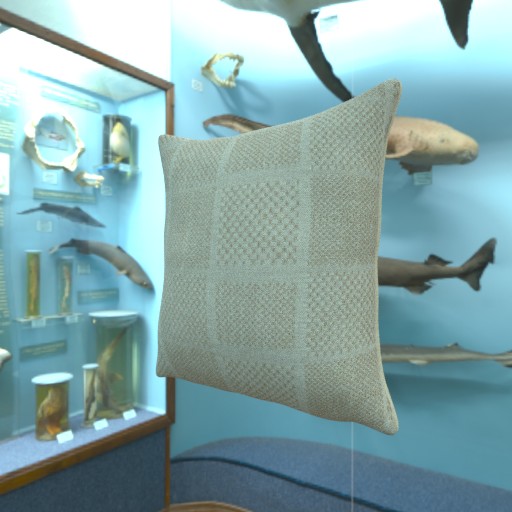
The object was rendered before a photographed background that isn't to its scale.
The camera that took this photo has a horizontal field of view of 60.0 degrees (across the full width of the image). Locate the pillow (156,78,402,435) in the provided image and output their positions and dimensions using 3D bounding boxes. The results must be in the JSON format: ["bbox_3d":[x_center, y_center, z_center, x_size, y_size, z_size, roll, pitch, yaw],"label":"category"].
[{"bbox_3d":[0.000,0.000,0.666,0.436,0.432,0.138,0,0,37],"label":"pillow"}]
